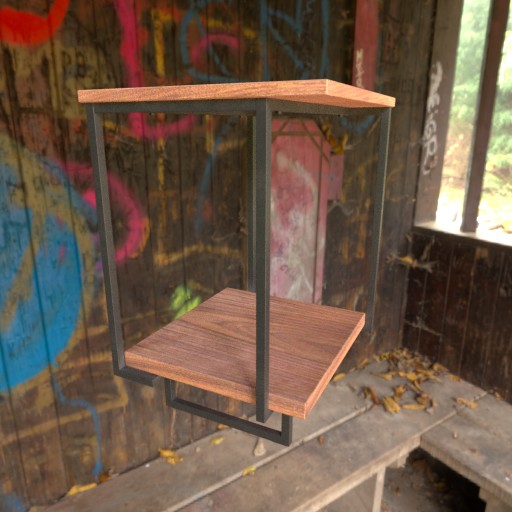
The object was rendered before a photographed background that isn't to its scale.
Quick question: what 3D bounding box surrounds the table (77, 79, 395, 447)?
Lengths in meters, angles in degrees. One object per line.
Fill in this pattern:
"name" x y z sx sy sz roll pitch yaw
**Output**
"table" 0.000 0.000 0.827 0.384 0.567 0.411 8 18 26
